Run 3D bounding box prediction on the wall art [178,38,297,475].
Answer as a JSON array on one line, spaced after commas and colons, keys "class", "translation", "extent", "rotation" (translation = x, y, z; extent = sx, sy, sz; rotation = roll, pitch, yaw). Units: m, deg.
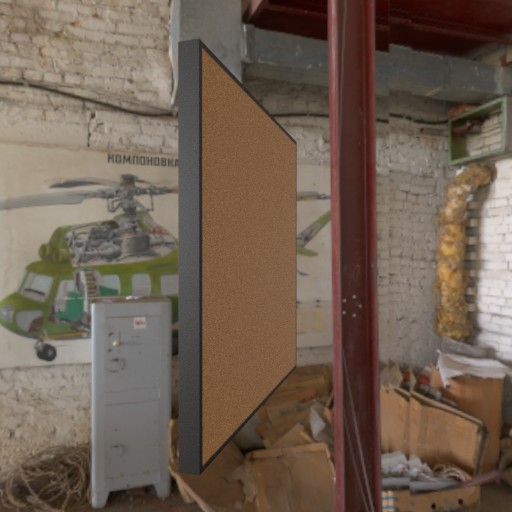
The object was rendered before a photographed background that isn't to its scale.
[{"class": "wall art", "translation": [0.000, 0.000, 0.766], "extent": [0.028, 0.511, 0.513], "rotation": [0, 1, 18]}]
